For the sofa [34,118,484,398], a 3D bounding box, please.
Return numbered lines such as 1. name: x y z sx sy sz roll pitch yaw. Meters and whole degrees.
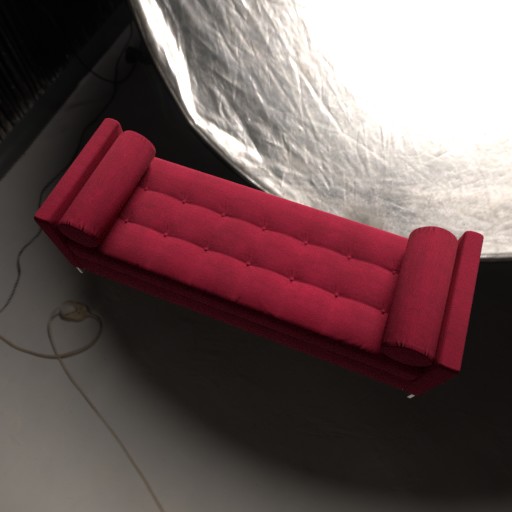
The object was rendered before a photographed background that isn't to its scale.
1. sofa: 0.000 0.000 2.307 1.981 0.635 0.686 19 64 10
